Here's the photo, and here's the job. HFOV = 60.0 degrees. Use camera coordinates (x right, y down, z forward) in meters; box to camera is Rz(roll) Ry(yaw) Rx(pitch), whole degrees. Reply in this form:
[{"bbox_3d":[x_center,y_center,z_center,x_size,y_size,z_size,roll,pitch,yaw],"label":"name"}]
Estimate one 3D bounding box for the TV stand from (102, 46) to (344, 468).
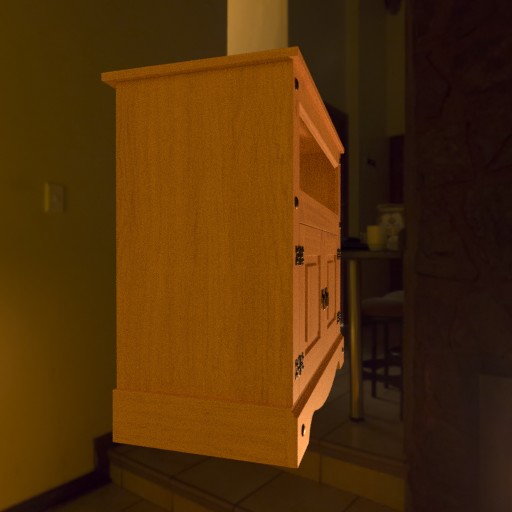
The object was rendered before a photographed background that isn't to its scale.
[{"bbox_3d":[0.000,0.000,1.293,0.430,0.787,0.851,0,1,17],"label":"TV stand"}]
